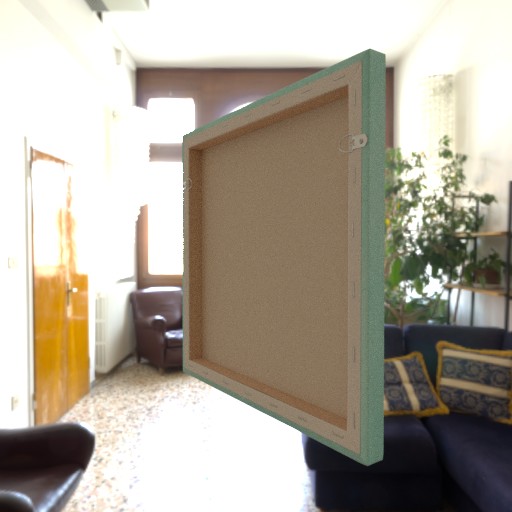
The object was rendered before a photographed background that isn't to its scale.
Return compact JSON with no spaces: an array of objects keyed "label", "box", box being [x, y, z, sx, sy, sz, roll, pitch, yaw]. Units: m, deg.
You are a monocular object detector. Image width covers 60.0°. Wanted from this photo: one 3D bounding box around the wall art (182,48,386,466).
[{"label":"wall art","box":[0.000,0.000,1.130,0.054,0.766,0.765,-1,1,-36]}]
